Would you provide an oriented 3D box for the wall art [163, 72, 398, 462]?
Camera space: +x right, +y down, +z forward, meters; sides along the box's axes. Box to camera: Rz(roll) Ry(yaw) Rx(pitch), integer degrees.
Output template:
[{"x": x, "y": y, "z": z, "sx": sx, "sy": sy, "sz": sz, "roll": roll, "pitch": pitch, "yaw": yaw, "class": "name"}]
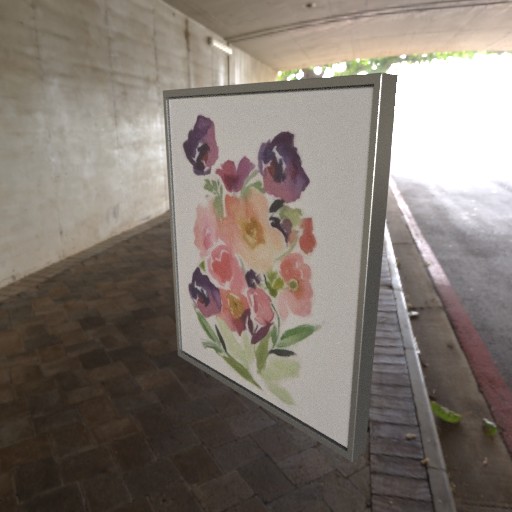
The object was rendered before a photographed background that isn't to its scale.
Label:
[{"x": 0.000, "y": 0.000, "z": 0.759, "sx": 0.038, "sy": 0.549, "sz": 0.452, "roll": -16, "pitch": 23, "yaw": -42, "class": "wall art"}]
